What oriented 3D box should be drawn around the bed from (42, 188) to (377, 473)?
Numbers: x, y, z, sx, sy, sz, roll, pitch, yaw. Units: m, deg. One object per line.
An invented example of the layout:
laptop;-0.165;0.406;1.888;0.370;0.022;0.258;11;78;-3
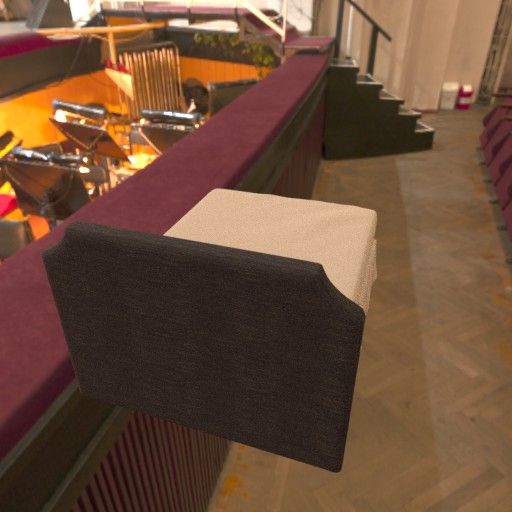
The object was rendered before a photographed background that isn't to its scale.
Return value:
bed;0.000;0.000;3.164;1.693;1.290;2.116;10;33;16
